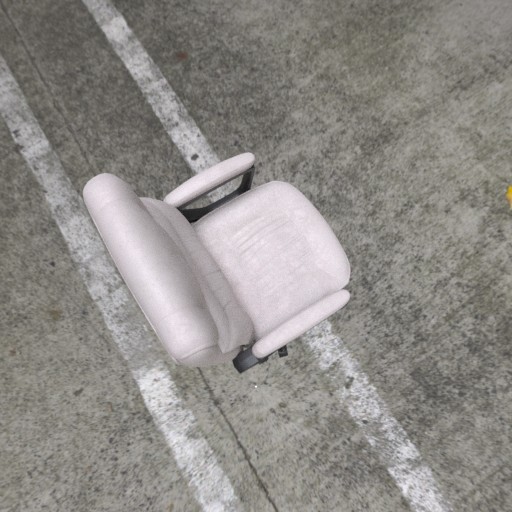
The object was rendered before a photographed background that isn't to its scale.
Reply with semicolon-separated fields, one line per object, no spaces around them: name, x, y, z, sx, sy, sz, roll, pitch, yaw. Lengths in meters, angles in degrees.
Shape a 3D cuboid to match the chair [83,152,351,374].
chair;0.000;0.000;1.542;0.724;1.105;0.667;-31;76;-9
